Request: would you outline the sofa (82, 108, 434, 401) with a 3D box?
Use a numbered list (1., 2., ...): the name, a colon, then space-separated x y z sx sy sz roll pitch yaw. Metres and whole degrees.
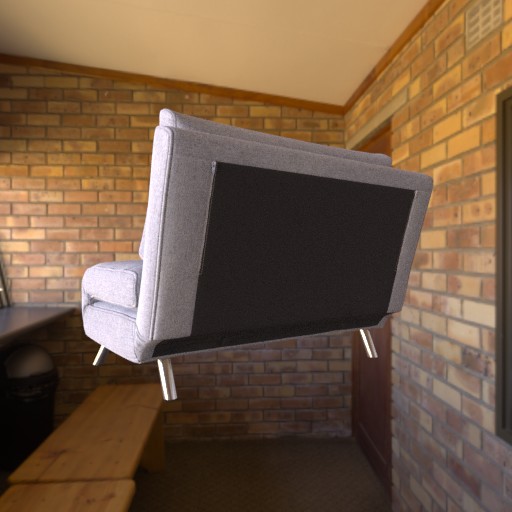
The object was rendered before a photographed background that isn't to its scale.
1. sofa: 0.000 0.000 1.878 1.220 0.910 0.910 0 0 -36
